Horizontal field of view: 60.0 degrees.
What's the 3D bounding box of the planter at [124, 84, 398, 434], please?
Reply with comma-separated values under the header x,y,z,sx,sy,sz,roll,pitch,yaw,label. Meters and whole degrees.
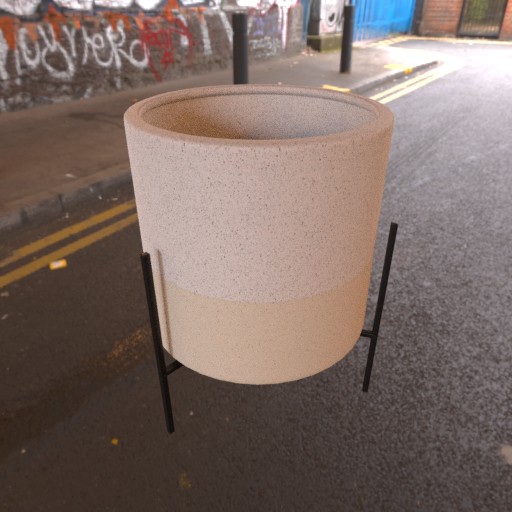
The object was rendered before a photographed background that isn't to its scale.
x,y,z,sx,sy,sz,roll,pitch,yaw,label
0.000,0.000,0.638,0.313,0.423,0.335,-8,32,-13,planter
